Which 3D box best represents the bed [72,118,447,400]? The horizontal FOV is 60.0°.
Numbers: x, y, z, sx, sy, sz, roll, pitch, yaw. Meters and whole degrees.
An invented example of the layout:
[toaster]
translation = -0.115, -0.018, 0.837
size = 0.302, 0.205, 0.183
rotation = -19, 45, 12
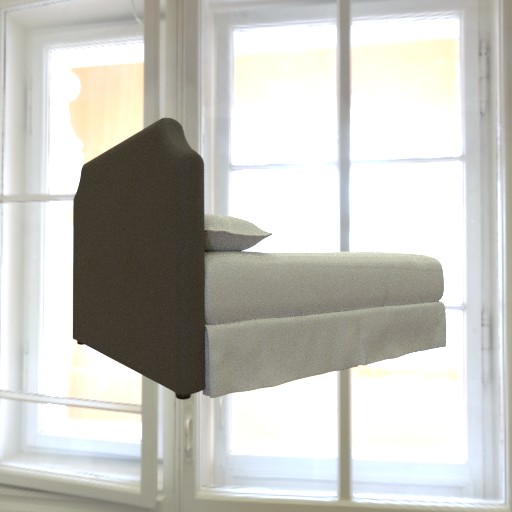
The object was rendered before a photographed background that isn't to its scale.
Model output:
[bed]
translation = 0.000, 0.000, 3.870
size = 2.536, 1.561, 2.194
rotation = 0, -1, -37
